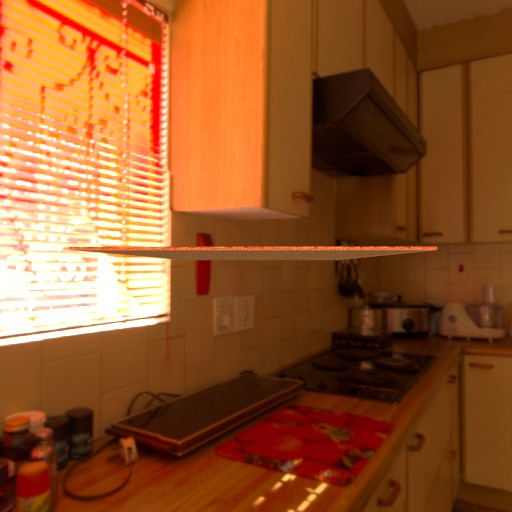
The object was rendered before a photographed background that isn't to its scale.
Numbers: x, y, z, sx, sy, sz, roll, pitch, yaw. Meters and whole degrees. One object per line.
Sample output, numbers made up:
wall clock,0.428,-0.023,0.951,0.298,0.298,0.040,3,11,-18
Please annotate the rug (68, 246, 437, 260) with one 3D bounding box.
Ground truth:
rug,0.000,0.000,3.039,1.524,0.015,2.438,0,-1,1
